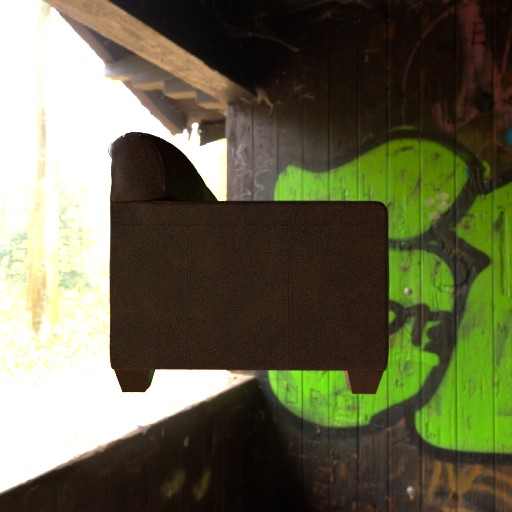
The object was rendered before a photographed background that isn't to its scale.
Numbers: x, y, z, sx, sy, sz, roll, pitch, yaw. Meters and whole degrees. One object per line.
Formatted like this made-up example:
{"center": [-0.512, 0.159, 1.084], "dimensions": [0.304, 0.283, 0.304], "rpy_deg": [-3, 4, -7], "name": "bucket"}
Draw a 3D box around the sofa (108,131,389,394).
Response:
{"center": [0.000, 0.000, 2.408], "dimensions": [1.000, 0.966, 1.856], "rpy_deg": [0, -1, 1], "name": "sofa"}
